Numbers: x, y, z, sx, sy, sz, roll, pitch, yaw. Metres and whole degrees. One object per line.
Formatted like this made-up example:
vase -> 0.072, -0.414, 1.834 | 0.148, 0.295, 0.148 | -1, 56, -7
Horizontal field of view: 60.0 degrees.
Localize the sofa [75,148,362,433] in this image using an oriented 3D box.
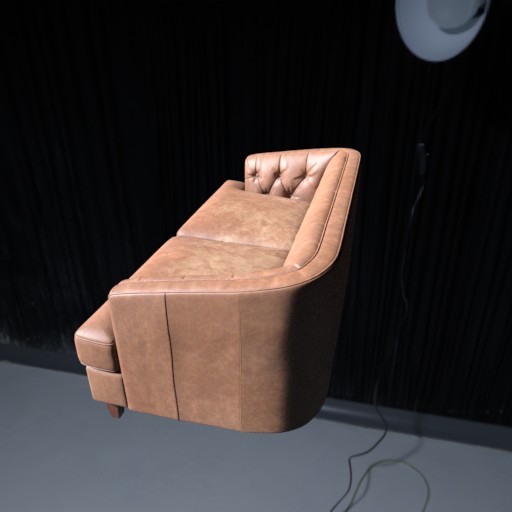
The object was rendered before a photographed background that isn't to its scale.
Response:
sofa -> 0.000, 0.000, 2.257 | 0.914, 0.786, 1.755 | 7, 29, 13
